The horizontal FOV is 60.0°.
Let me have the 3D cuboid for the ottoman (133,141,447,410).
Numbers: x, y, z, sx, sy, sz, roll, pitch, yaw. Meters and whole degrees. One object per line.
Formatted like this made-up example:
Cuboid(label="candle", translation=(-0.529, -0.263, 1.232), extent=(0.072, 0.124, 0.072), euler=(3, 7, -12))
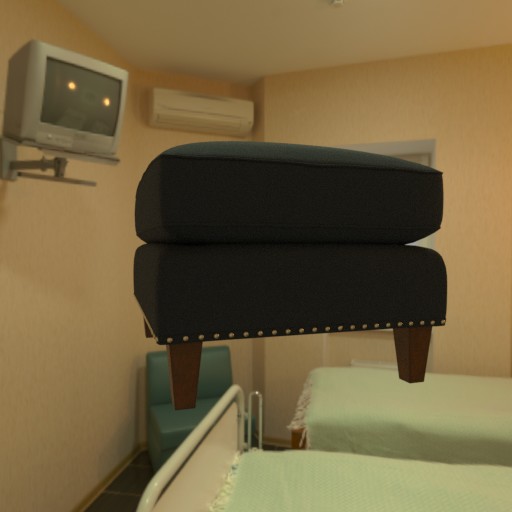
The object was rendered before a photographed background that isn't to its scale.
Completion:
Cuboid(label="ottoman", translation=(0.000, 0.000, 1.151), extent=(0.584, 0.513, 0.741), euler=(0, 1, -18))
